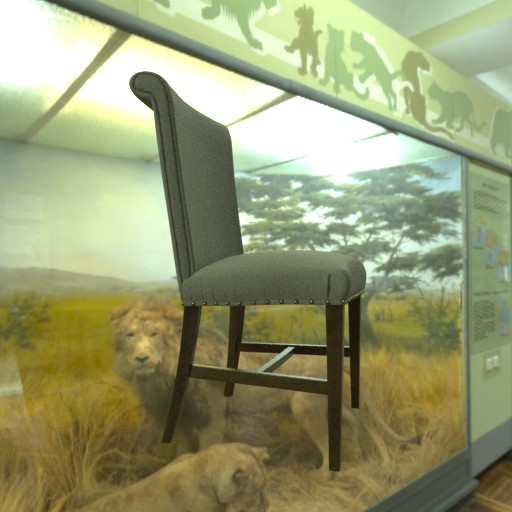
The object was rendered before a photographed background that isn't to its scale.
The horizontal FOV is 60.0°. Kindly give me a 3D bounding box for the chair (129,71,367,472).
[{"bbox_3d":[0.000,0.000,1.328,0.608,0.988,0.513,0,-1,18],"label":"chair"}]
